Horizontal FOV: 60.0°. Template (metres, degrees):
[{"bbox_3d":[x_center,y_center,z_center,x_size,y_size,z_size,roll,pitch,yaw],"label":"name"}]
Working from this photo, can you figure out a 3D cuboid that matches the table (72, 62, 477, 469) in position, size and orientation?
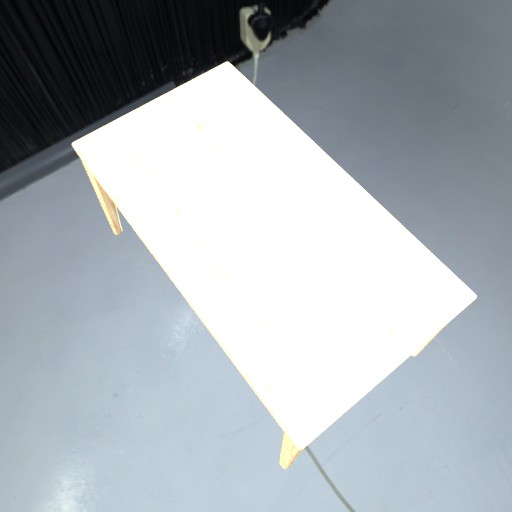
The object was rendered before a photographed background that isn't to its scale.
[{"bbox_3d":[0.000,0.000,2.099,0.900,0.760,1.600,-35,68,-16],"label":"table"}]
